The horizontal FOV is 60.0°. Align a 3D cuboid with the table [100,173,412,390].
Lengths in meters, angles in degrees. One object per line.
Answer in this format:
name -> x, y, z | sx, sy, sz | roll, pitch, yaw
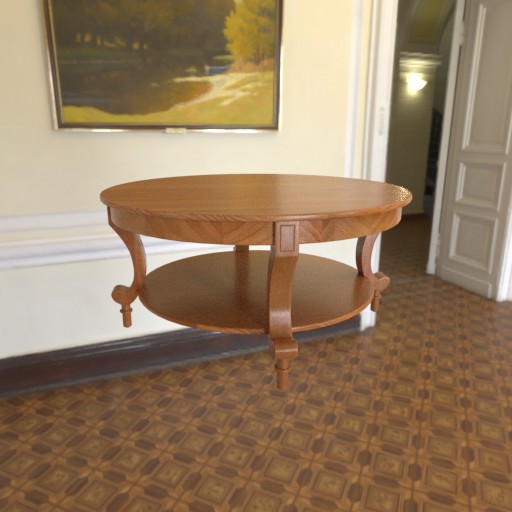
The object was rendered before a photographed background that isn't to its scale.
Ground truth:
table -> 0.000, 0.000, 1.598 | 1.029, 0.490, 1.029 | 0, 16, 0
